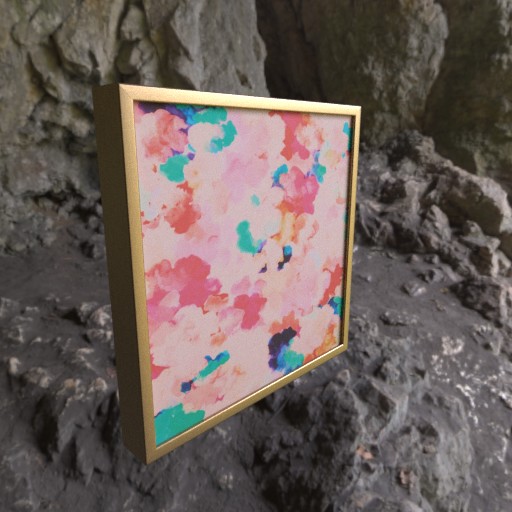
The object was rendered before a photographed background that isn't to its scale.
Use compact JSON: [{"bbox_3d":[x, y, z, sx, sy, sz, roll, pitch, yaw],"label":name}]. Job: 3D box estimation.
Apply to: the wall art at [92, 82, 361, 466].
[{"bbox_3d":[0.000,0.000,0.454,0.038,0.305,0.304,14,20,43],"label":"wall art"}]
